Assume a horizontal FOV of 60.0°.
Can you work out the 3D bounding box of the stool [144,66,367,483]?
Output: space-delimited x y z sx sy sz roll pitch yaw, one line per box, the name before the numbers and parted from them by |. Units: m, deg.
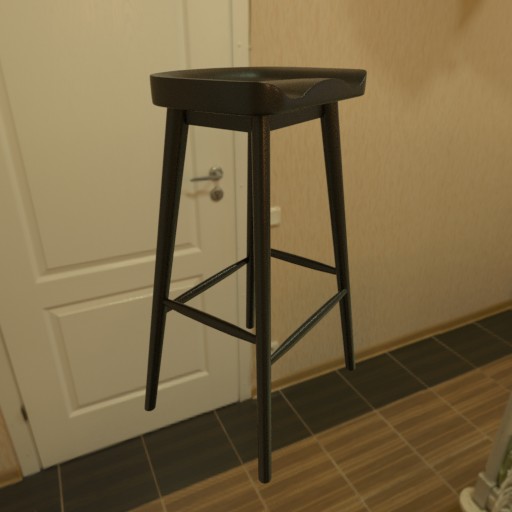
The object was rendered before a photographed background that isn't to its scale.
stool | 0.000 0.000 0.974 0.361 0.749 0.440 17 31 31
